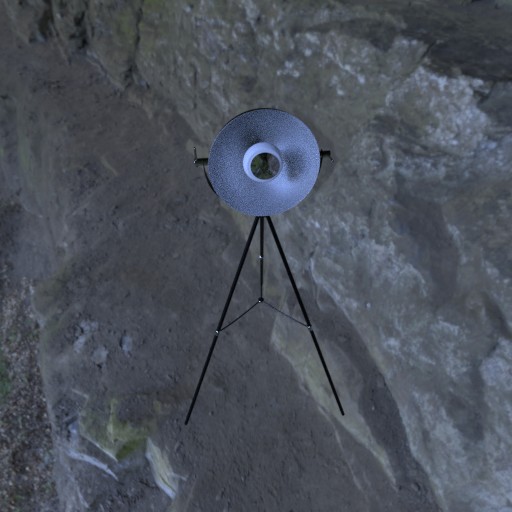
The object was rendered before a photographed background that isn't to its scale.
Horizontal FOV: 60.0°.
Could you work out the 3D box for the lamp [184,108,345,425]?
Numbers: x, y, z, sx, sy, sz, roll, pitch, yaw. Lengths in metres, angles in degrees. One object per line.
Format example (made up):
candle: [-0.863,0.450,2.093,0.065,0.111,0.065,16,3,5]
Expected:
lamp: [0.000,0.000,2.014,0.817,1.512,0.920,-4,46,-4]
